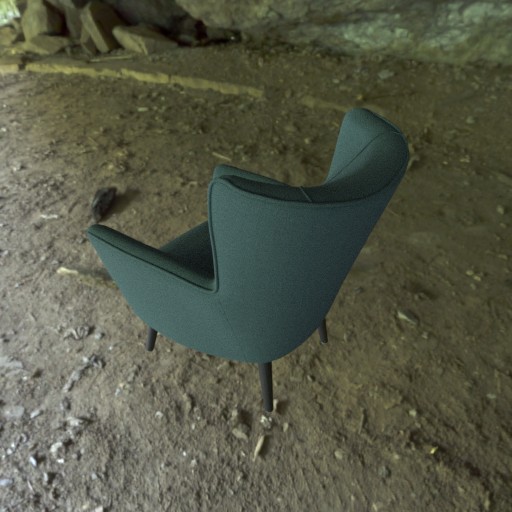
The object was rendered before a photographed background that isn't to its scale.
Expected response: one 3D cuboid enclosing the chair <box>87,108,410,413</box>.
[{"bbox_3d":[0.000,0.000,1.576,0.888,0.933,0.781,21,38,29],"label":"chair"}]
